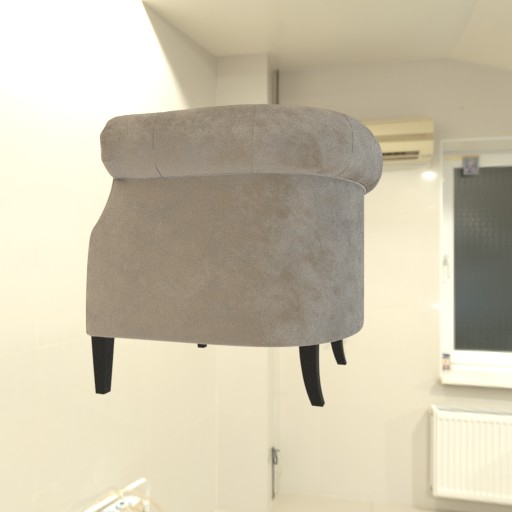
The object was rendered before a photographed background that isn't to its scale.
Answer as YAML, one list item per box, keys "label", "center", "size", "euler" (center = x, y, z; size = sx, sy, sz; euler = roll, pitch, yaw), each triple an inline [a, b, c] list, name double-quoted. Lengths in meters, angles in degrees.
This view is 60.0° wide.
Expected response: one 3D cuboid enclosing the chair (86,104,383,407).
- label: "chair"
  center: [0.000, 0.000, 1.548]
  size: [0.851, 0.826, 0.904]
  euler: [0, 0, 19]
